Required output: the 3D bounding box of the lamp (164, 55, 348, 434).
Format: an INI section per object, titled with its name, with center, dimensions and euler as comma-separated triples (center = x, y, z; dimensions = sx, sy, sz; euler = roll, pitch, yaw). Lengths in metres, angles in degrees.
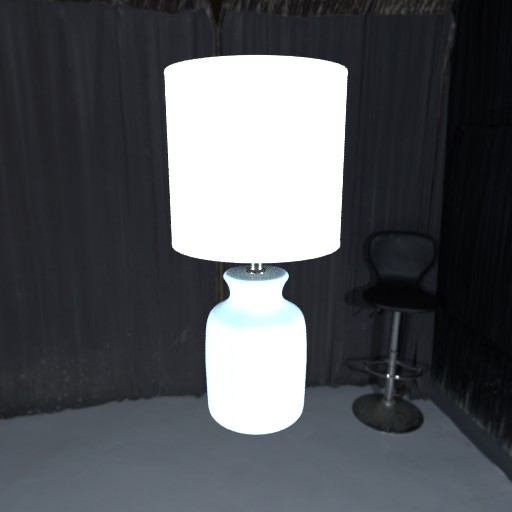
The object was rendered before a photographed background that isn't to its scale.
[lamp]
center = 0.000, 0.000, 1.132
dimensions = 0.418, 0.871, 0.418
euler = -2, 14, -9
